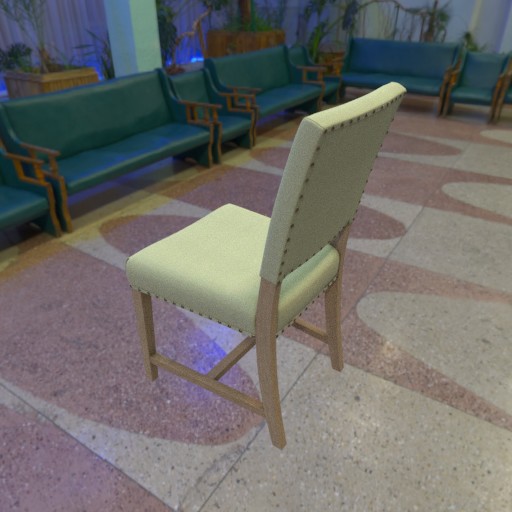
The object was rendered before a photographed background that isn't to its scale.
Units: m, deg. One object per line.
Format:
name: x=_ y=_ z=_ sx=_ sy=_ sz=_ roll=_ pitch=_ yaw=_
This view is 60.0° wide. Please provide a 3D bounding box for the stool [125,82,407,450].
stool: x=0.000 y=0.000 z=1.337 sx=0.623 sy=0.986 sz=0.508 roll=21 pitch=37 yaw=30
